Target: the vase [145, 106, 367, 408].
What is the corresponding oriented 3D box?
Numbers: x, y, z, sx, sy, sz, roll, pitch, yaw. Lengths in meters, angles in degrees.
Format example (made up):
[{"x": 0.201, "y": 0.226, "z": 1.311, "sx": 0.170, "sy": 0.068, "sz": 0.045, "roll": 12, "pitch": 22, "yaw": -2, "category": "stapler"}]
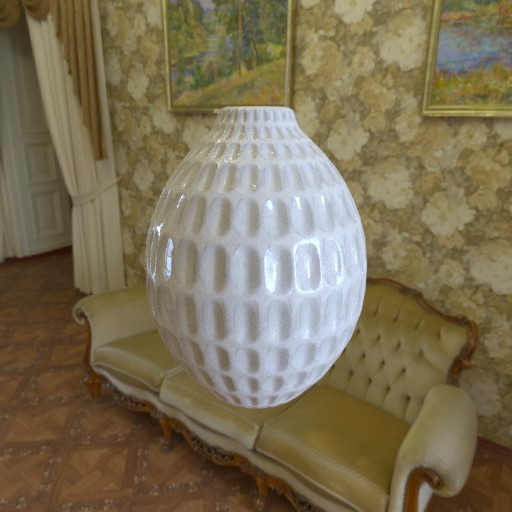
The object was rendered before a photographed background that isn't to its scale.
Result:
[{"x": 0.000, "y": 0.000, "z": 0.262, "sx": 0.128, "sy": 0.167, "sz": 0.128, "roll": 0, "pitch": 17, "yaw": 0, "category": "vase"}]
